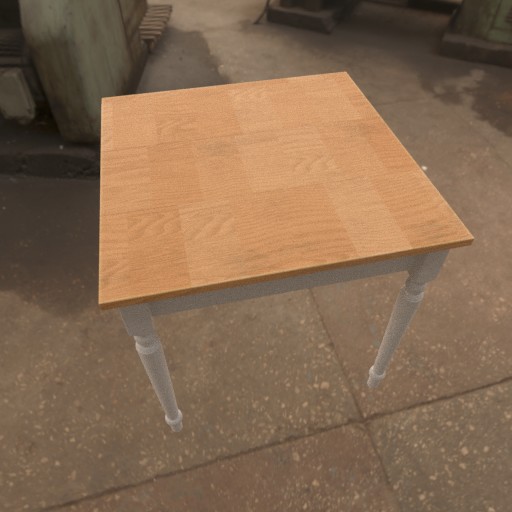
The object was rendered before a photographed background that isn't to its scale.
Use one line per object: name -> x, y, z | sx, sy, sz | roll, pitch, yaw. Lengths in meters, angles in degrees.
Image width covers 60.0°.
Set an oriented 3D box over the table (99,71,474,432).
table -> 0.000, 0.000, 1.366 | 0.747, 0.738, 0.747 | -10, 49, -8
